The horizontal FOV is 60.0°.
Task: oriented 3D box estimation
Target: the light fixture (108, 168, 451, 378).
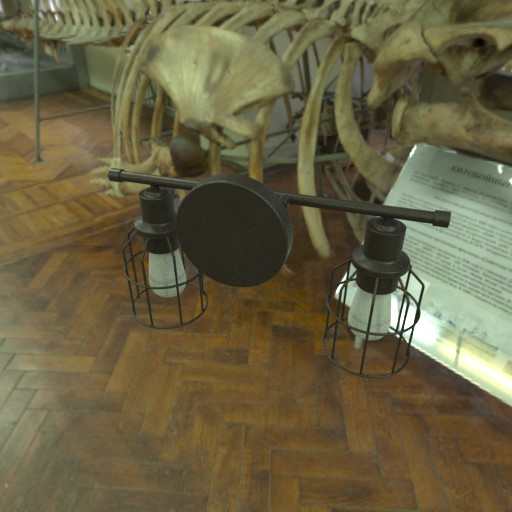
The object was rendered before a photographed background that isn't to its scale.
[{"bbox_3d":[0.000,0.000,0.530,0.406,0.254,0.165,10,33,15],"label":"light fixture"}]
